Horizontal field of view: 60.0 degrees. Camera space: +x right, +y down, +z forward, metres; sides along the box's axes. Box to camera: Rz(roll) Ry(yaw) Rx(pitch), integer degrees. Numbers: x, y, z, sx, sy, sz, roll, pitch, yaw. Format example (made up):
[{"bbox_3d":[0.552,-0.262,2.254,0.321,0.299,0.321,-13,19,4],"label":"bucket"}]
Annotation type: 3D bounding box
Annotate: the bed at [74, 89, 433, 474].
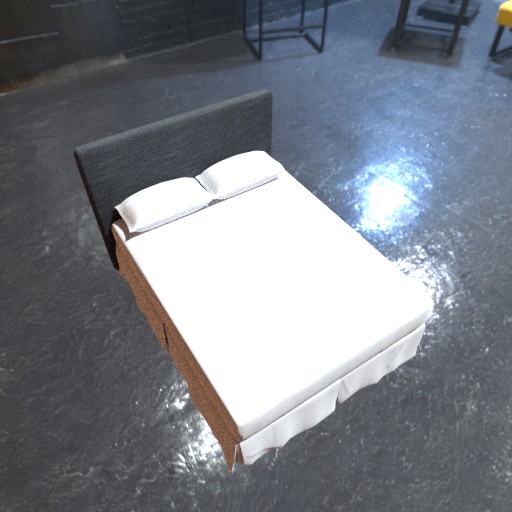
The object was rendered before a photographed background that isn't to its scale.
[{"bbox_3d":[0.000,0.000,3.275,1.723,1.330,2.142,-25,52,-22],"label":"bed"}]
